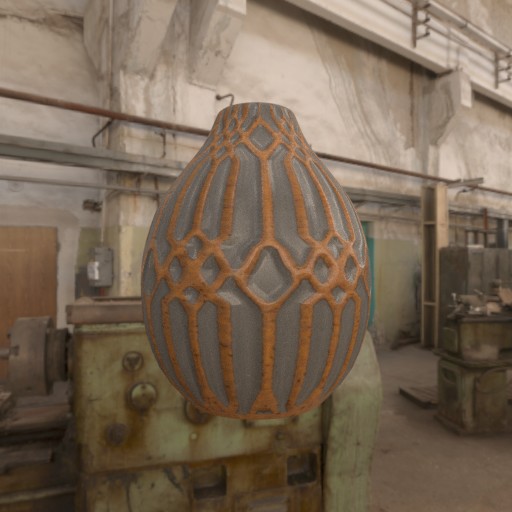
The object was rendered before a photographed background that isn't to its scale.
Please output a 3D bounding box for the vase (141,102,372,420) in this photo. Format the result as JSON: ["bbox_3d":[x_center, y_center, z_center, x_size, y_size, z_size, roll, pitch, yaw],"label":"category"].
[{"bbox_3d":[0.000,0.000,0.137,0.069,0.088,0.069,0,-1,0],"label":"vase"}]
